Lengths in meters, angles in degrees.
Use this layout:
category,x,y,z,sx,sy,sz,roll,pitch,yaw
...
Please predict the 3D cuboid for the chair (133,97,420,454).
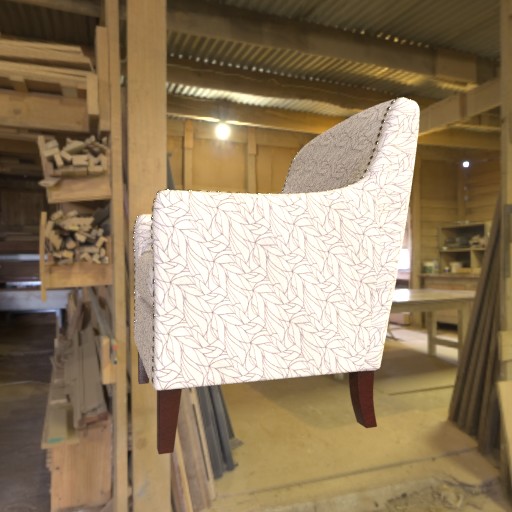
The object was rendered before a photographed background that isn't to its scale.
category,x,y,z,sx,sy,sz,roll,pitch,yaw
chair,0.000,0.000,1.276,0.651,0.816,0.623,0,0,-19
